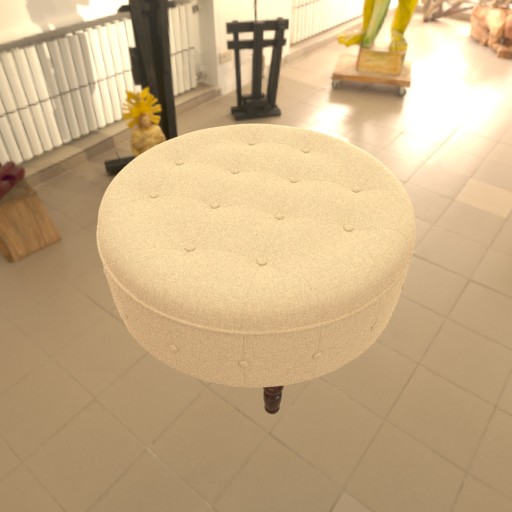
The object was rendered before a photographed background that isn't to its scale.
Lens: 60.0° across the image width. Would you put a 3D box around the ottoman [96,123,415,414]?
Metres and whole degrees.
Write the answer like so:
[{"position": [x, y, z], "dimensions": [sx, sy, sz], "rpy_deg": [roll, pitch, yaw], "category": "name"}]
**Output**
[{"position": [0.000, 0.000, 1.332], "dimensions": [0.848, 0.494, 0.848], "rpy_deg": [0, 42, 0], "category": "ottoman"}]
